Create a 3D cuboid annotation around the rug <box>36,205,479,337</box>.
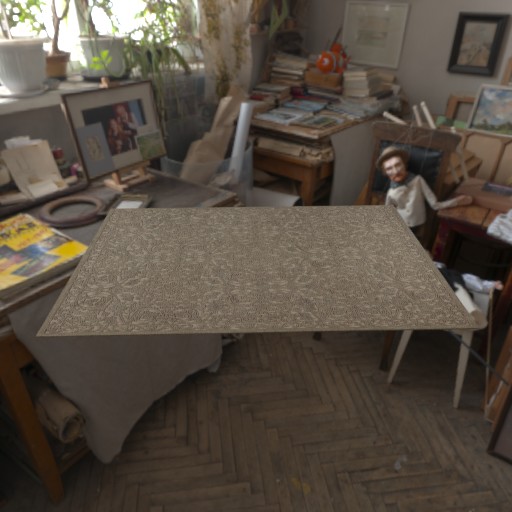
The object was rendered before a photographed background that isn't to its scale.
[{"bbox_3d":[0.000,0.000,2.348,1.827,0.006,1.221,-1,31,-1],"label":"rug"}]
